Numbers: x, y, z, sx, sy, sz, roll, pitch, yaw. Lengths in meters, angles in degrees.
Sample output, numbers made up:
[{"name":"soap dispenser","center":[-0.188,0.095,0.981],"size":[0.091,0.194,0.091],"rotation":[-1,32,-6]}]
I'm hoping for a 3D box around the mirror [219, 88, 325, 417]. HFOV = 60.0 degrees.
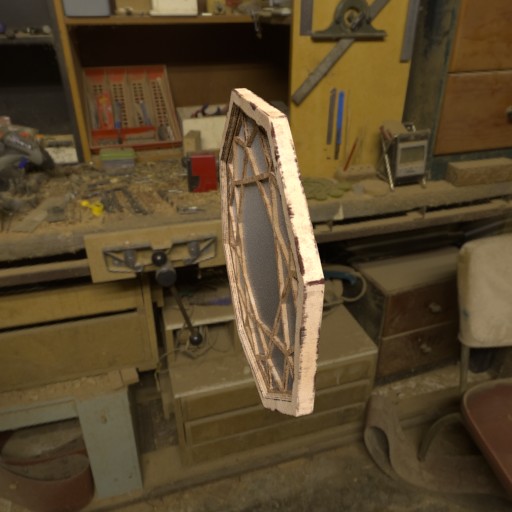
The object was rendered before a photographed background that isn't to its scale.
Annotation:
[{"name":"mirror","center":[0.000,0.000,0.962],"size":[0.031,0.648,0.648],"rotation":[-7,31,-13]}]
